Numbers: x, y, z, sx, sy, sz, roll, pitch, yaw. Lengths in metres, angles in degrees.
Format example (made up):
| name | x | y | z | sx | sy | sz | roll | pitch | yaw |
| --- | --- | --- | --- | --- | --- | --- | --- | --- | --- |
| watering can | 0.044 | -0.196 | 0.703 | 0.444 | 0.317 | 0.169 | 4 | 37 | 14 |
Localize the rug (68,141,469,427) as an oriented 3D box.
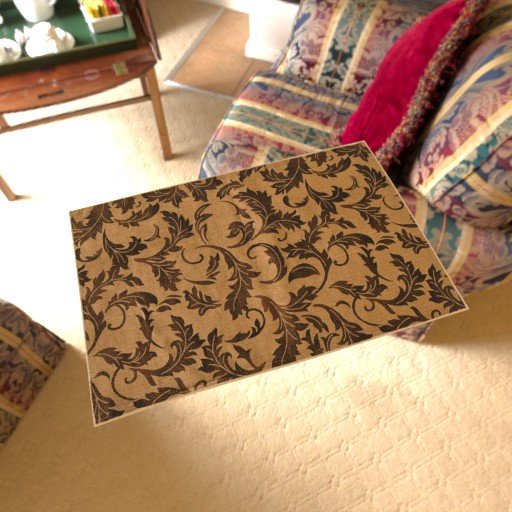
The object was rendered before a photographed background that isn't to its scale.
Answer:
| name | x | y | z | sx | sy | sz | roll | pitch | yaw |
| --- | --- | --- | --- | --- | --- | --- | --- | --- | --- |
| rug | 0.000 | 0.000 | 2.913 | 2.284 | 0.008 | 1.522 | -15 | 59 | -9 |
